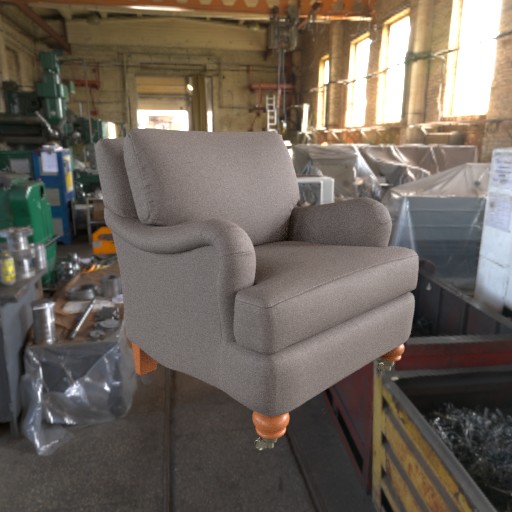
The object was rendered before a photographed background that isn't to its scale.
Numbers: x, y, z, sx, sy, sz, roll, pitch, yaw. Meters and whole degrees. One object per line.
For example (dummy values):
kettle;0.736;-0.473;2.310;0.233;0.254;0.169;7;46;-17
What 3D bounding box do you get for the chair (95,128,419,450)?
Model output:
chair;0.000;0.000;1.877;0.955;1.038;1.070;-13;19;-42
